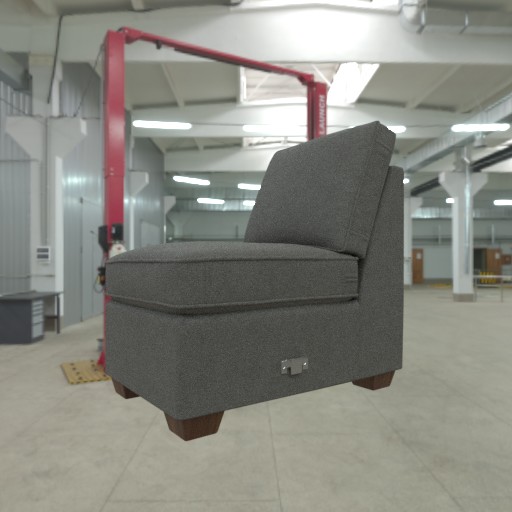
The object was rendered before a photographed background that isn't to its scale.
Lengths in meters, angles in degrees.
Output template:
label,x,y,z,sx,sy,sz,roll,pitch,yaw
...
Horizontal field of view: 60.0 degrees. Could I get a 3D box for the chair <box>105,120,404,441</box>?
label,x,y,z,sx,sy,sz,roll,pitch,yaw
chair,0.000,0.000,1.608,0.938,0.970,0.621,0,0,-36
